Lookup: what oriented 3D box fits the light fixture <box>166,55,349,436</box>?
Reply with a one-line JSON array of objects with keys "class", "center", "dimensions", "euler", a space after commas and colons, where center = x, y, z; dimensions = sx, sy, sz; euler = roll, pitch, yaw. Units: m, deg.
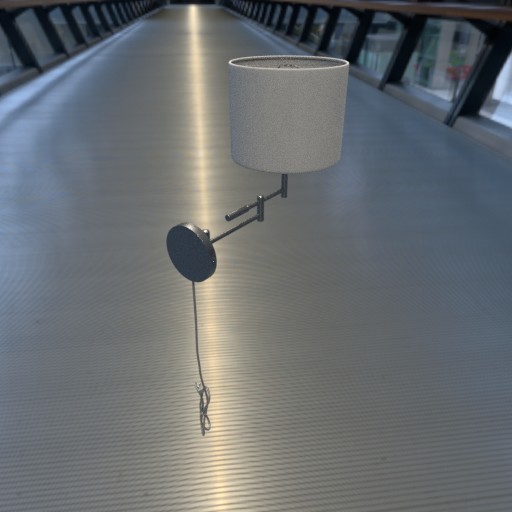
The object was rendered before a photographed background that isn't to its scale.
[{"class": "light fixture", "center": [0.000, 0.000, 1.064], "dimensions": [0.253, 0.842, 0.479], "euler": [21, 35, 32]}]
